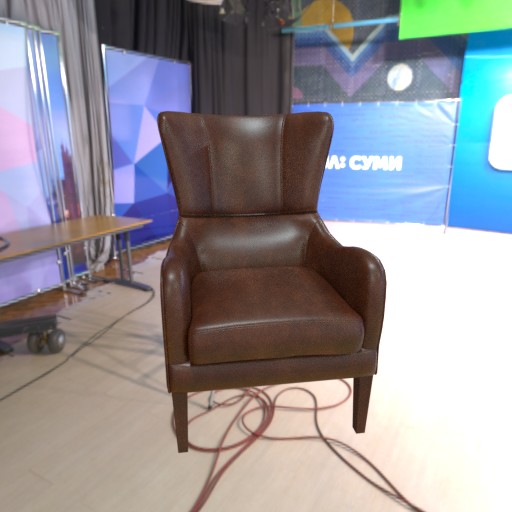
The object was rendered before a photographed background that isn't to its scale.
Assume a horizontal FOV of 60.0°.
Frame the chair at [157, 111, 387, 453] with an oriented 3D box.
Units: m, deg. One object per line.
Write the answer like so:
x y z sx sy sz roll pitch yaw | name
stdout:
0.000 0.000 1.673 0.692 1.048 0.914 -3 17 -8 | chair
